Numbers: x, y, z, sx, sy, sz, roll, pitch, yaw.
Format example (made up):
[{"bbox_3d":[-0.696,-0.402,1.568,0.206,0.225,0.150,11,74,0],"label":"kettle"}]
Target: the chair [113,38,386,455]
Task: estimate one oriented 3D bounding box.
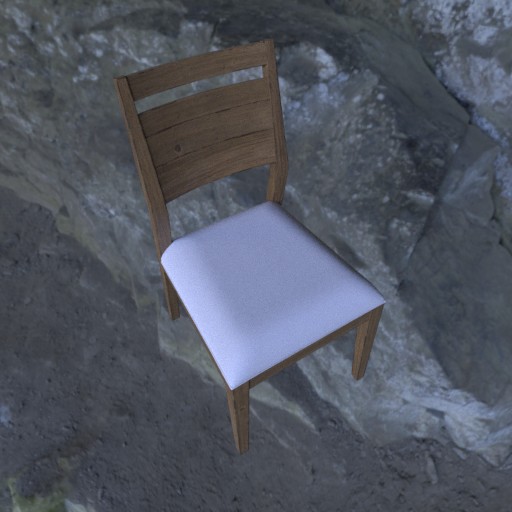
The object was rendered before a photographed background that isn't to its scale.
[{"bbox_3d":[0.000,0.000,1.264,0.497,0.939,0.610,-25,52,-21],"label":"chair"}]
